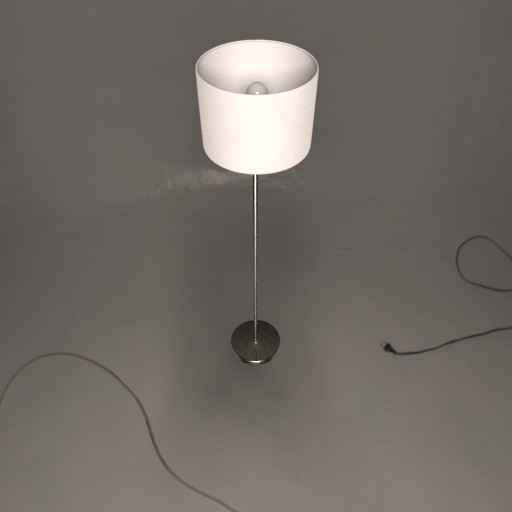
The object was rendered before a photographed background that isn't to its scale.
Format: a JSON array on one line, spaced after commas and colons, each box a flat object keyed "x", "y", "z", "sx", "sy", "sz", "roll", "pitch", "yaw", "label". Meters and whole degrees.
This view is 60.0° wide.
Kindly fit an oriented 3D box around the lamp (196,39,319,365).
[{"x": 0.000, "y": 0.000, "z": 1.789, "sx": 0.324, "sy": 1.600, "sz": 0.416, "roll": -3, "pitch": 48, "yaw": -2, "label": "lamp"}]
